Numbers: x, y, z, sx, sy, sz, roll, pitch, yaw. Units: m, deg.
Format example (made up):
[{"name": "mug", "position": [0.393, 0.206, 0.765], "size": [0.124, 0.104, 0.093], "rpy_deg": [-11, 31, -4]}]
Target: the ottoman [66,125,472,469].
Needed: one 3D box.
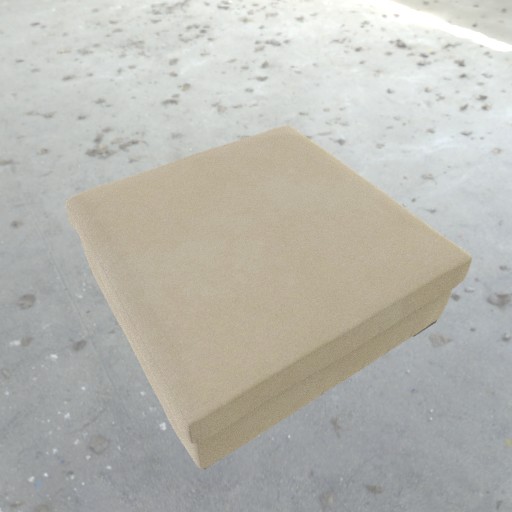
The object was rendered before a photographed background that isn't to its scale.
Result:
[{"name": "ottoman", "position": [0.000, 0.000, 1.865], "size": [1.205, 0.522, 1.190], "rpy_deg": [-25, 50, -22]}]
